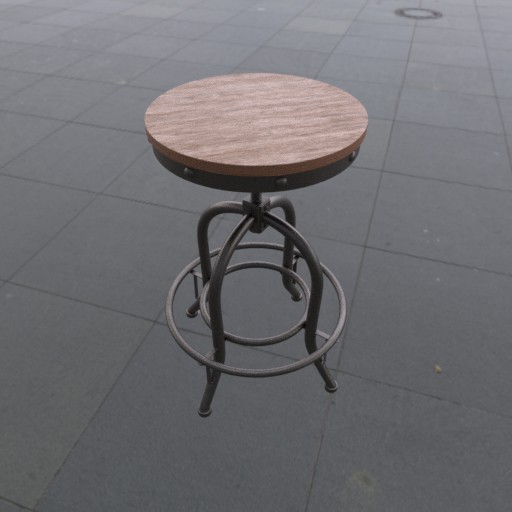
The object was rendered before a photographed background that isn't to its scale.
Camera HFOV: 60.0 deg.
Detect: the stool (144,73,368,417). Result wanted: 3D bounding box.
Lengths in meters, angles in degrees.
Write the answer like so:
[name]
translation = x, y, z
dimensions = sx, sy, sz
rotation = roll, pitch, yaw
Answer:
[stool]
translation = 0.000, 0.000, 0.901
dimensions = 0.439, 0.609, 0.439
rotation = 23, 46, 25
